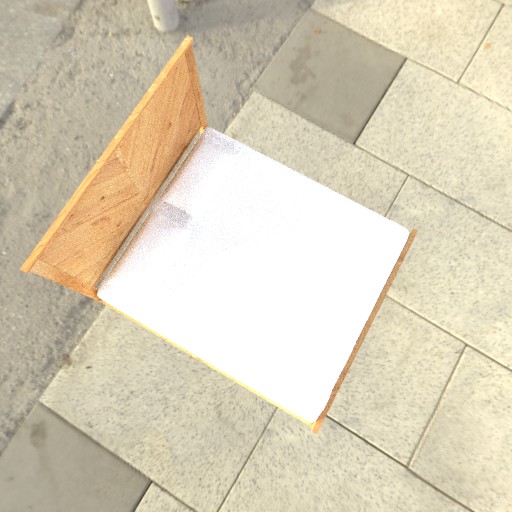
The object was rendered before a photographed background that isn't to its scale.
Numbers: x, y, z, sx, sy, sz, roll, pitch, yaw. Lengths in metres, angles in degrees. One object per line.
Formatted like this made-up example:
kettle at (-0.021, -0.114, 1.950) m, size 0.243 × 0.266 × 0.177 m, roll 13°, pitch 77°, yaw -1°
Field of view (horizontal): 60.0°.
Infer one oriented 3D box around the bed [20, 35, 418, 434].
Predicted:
bed at (0.000, 0.000, 3.586) m, size 2.201 × 1.686 × 1.936 m, roll 29°, pitch 77°, yaw 7°
